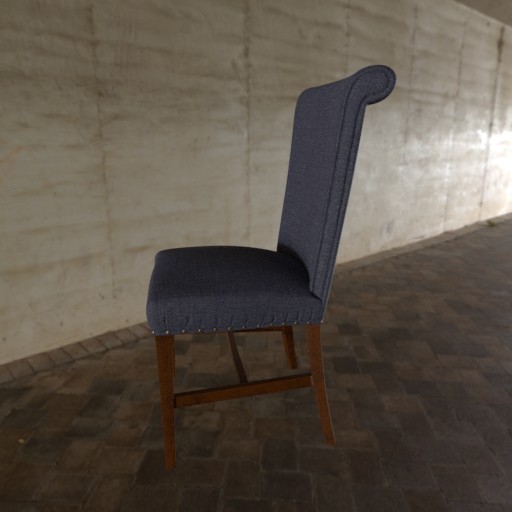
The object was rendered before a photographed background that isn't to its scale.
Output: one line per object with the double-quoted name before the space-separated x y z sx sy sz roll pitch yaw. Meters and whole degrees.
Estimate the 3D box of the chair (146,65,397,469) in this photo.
"chair" 0.000 0.000 1.301 0.608 0.988 0.513 -3 15 -10
